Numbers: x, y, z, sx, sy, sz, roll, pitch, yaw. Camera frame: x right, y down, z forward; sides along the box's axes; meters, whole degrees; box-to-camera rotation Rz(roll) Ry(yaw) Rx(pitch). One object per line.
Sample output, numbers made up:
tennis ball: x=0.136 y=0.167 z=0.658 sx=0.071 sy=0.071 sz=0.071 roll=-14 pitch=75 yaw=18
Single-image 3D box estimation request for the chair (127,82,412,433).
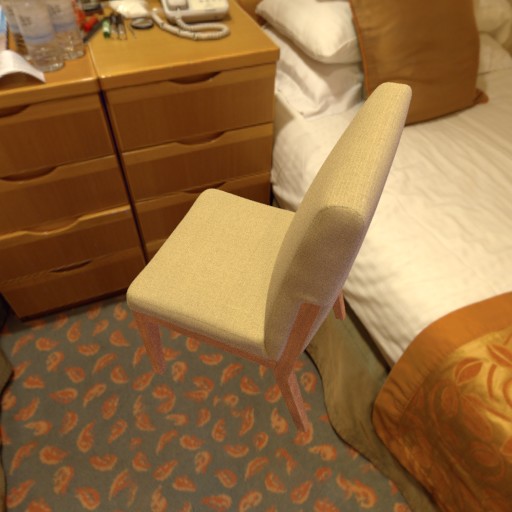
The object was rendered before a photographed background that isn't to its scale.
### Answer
chair: x=0.000 y=0.000 z=1.246 sx=0.586 sy=0.911 sz=0.507 roll=17 pitch=50 yaw=15
